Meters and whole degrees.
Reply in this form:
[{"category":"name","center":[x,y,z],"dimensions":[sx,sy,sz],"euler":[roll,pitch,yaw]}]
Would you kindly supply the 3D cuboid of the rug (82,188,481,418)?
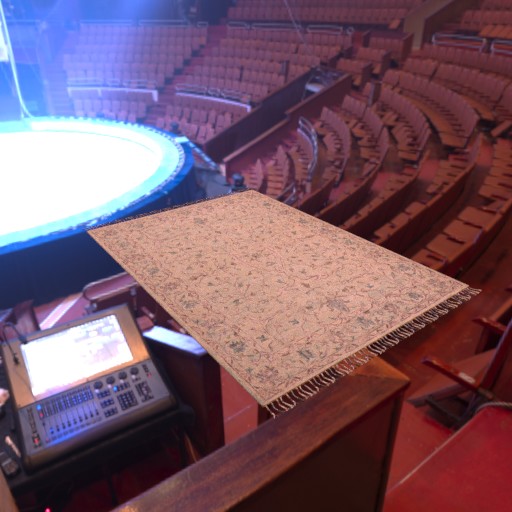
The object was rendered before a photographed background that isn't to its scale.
[{"category":"rug","center":[0.000,0.000,2.332],"dimensions":[1.247,0.008,1.802],"euler":[-19,33,-32]}]
